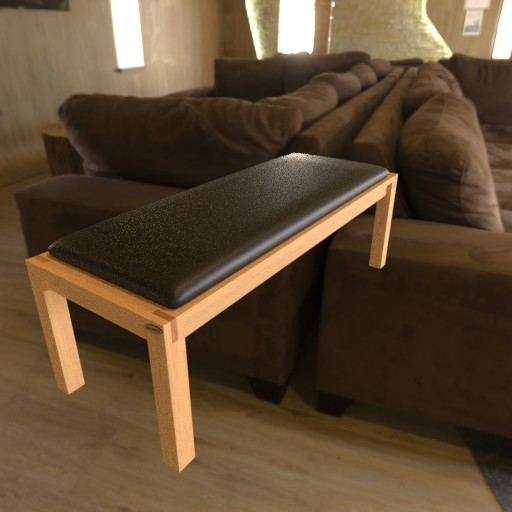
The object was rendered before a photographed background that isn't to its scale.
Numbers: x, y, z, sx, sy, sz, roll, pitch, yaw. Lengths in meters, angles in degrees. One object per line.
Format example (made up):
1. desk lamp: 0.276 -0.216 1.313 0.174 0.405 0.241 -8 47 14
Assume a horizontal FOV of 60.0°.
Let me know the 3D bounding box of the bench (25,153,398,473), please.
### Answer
1. bench: 0.000 0.000 1.411 0.450 0.430 1.202 17 31 31
